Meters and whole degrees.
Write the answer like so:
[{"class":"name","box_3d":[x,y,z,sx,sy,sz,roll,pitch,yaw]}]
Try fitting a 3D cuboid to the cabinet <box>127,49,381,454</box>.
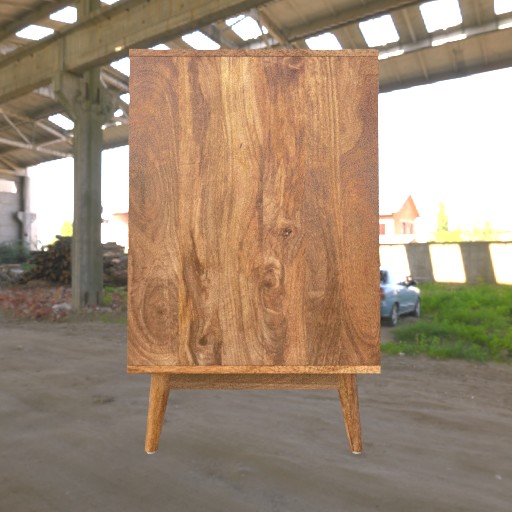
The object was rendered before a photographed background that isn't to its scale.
[{"class":"cabinet","box_3d":[0.000,0.000,1.140,0.473,0.758,0.647,0,-1,0]}]
